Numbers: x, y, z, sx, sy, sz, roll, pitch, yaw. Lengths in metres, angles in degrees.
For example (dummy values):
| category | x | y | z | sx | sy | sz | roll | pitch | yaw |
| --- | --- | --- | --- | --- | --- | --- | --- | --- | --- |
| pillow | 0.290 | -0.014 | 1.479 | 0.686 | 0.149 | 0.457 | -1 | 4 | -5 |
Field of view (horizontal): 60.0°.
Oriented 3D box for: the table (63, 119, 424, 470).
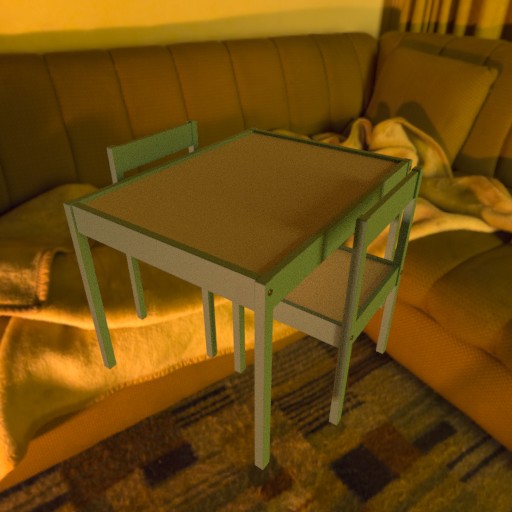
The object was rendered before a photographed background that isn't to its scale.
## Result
| category | x | y | z | sx | sy | sz | roll | pitch | yaw |
| --- | --- | --- | --- | --- | --- | --- | --- | --- | --- |
| table | 0.000 | 0.000 | 1.084 | 0.633 | 0.503 | 0.639 | 21 | 38 | 29 |
